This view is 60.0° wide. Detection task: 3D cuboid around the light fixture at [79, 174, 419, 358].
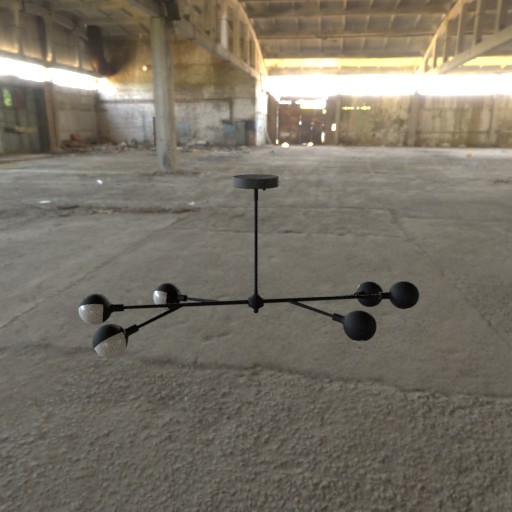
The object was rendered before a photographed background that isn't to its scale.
[{"bbox_3d":[0.000,0.000,1.019,0.778,0.362,0.434,2,16,9],"label":"light fixture"}]
